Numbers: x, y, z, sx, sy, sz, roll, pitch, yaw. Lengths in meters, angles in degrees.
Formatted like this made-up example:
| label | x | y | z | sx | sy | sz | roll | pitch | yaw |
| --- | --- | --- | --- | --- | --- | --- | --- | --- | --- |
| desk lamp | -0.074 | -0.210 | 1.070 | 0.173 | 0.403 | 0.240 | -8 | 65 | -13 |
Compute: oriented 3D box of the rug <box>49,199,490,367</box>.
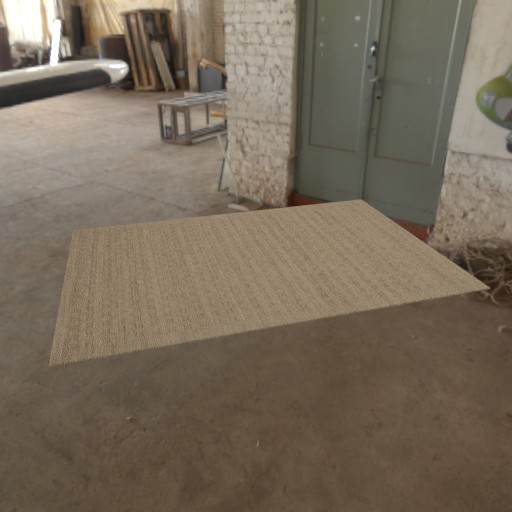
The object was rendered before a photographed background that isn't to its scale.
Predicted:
| label | x | y | z | sx | sy | sz | roll | pitch | yaw |
| --- | --- | --- | --- | --- | --- | --- | --- | --- | --- |
| rug | 0.000 | 0.000 | 2.163 | 1.752 | 0.006 | 1.142 | -8 | 28 | -14 |
